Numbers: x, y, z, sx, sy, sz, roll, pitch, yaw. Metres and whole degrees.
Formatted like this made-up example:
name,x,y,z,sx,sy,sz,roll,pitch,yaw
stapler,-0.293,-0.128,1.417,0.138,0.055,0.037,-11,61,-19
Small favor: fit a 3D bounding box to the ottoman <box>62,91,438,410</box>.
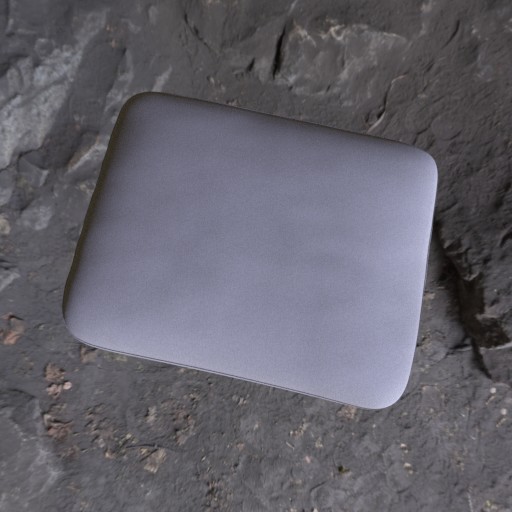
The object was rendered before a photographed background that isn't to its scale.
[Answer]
name,x,y,z,sx,sy,sz,roll,pitch,yaw
ottoman,0.000,0.000,1.118,0.747,0.478,0.593,12,77,3
